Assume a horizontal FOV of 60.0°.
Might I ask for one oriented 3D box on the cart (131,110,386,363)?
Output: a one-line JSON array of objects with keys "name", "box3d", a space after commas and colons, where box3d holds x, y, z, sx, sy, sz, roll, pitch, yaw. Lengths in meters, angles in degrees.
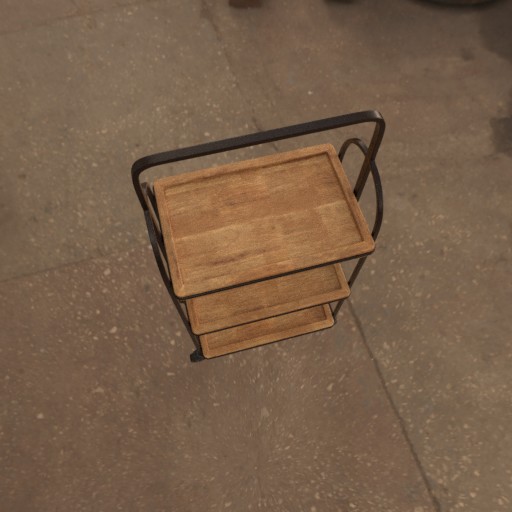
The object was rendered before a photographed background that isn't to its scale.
[{"name": "cart", "box3d": [0.000, 0.000, 1.251, 0.553, 1.001, 0.327, -13, 65, -6]}]
